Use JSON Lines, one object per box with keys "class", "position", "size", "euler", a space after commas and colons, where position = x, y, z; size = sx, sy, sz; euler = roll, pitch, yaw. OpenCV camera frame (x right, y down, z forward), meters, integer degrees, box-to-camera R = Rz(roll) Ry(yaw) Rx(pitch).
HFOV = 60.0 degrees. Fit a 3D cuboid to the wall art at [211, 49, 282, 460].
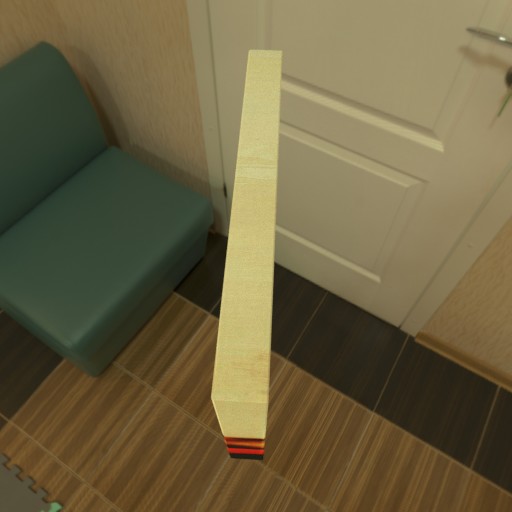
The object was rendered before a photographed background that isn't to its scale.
{"class": "wall art", "position": [0.000, 0.000, 0.495], "size": [0.037, 0.251, 0.383], "euler": [3, 58, 2]}
